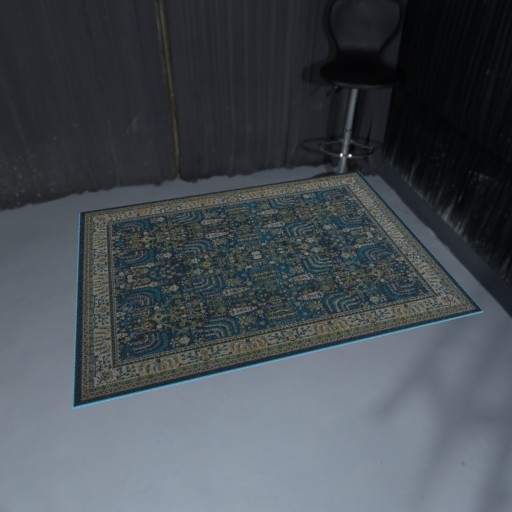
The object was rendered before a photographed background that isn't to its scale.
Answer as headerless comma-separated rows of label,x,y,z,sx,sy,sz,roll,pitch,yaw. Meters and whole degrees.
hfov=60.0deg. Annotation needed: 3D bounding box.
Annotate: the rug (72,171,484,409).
rug,0.000,0.000,3.934,3.044,0.015,2.226,-10,42,-12
